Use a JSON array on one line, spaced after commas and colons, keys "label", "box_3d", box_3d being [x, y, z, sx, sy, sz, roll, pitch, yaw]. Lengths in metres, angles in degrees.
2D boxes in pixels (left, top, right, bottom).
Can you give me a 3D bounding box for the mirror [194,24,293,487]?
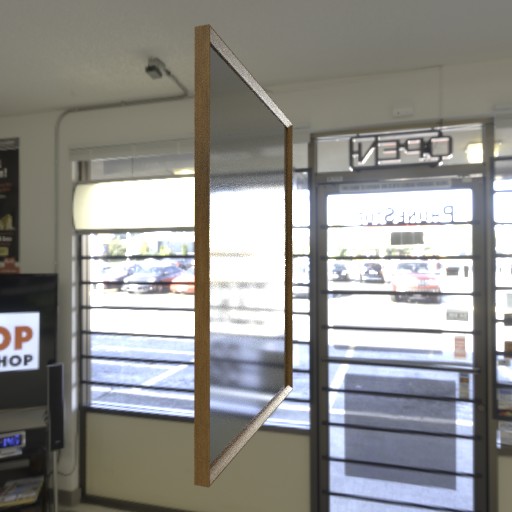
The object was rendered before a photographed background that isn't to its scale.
[{"label": "mirror", "box_3d": [0.000, 0.000, 1.338, 0.041, 1.016, 0.762, 0, 0, 19]}]
